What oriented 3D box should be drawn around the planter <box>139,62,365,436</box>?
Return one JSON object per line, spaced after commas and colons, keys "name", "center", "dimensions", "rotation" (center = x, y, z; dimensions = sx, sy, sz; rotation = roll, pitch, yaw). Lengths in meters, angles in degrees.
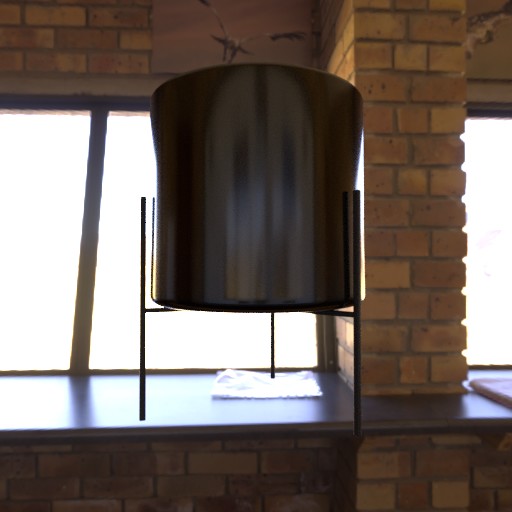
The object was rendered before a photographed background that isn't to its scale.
{"name": "planter", "center": [0.000, 0.000, 0.634], "dimensions": [0.310, 0.432, 0.310], "rotation": [1, -1, -34]}
